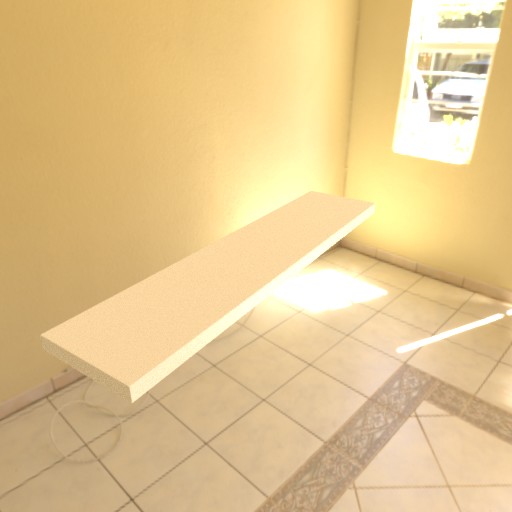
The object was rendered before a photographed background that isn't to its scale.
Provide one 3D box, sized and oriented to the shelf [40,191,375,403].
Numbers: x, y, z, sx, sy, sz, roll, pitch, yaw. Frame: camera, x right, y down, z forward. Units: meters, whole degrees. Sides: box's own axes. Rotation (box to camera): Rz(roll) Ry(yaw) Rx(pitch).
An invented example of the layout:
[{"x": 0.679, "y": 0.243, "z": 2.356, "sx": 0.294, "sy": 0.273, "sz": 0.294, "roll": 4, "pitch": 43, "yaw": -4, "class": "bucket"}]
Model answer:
[{"x": 0.000, "y": 0.000, "z": 0.666, "sx": 0.140, "sy": 0.020, "sz": 0.610, "roll": 17, "pitch": 31, "yaw": 31, "class": "shelf"}]
